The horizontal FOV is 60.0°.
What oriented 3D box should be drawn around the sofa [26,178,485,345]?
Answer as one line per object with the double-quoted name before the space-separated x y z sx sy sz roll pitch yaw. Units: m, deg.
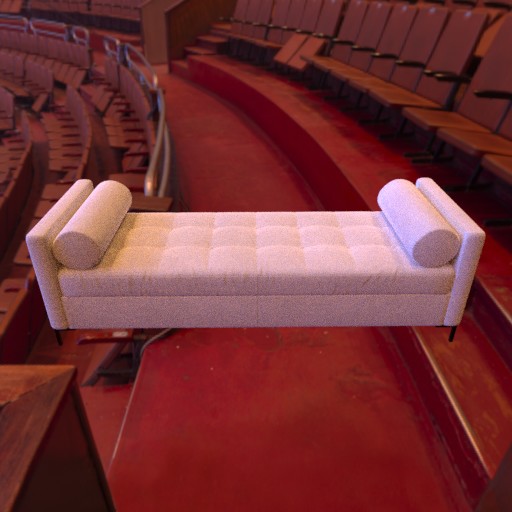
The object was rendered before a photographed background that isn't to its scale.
"sofa" 0.000 0.000 2.335 1.981 0.635 0.686 0 30 -1
